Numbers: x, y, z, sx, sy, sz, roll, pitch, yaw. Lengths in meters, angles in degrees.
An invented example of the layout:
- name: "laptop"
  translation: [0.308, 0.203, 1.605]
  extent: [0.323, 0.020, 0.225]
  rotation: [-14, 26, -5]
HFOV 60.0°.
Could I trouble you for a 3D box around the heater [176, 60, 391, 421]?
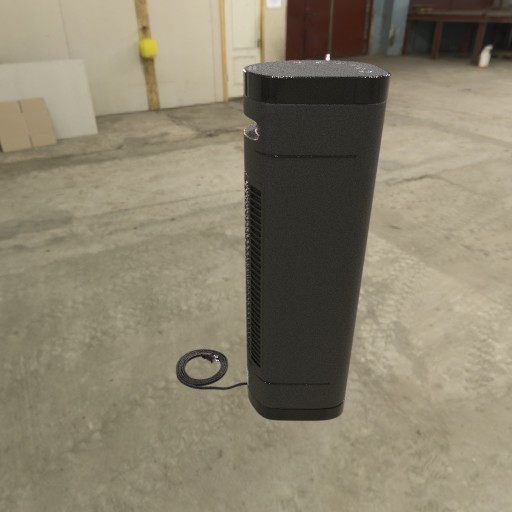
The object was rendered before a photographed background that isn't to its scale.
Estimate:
- name: "heater"
  translation: [0.000, 0.000, 0.695]
  extent: [0.312, 0.552, 0.174]
  rotation: [0, 30, 0]
